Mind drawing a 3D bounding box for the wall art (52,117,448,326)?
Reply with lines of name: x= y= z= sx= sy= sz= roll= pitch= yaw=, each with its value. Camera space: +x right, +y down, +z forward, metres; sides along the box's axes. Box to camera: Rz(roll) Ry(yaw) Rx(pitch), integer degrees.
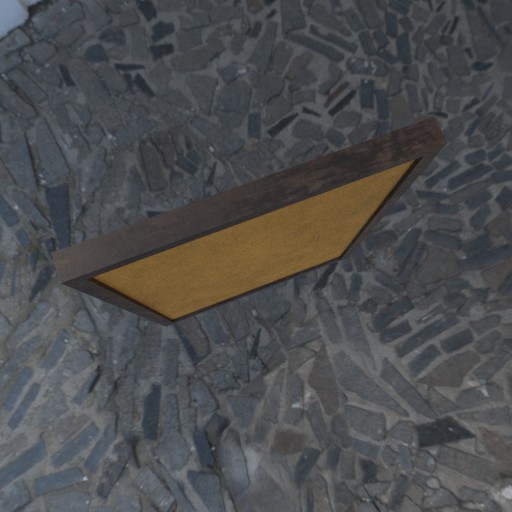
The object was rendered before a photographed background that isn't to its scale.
wall art: x=0.000 y=0.000 z=0.552 sx=0.329 sy=0.406 sz=0.027 roll=-20 pitch=77 yaw=-5
